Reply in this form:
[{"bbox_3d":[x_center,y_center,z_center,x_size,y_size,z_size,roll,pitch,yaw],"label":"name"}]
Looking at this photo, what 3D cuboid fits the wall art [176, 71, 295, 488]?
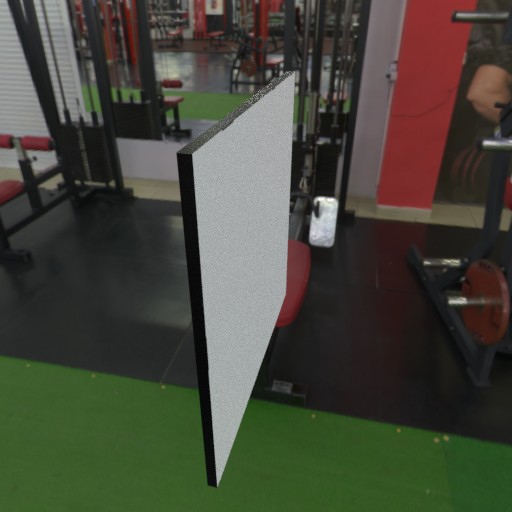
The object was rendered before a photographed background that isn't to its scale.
[{"bbox_3d":[0.000,0.000,0.650,0.014,0.445,0.446,8,31,13],"label":"wall art"}]
